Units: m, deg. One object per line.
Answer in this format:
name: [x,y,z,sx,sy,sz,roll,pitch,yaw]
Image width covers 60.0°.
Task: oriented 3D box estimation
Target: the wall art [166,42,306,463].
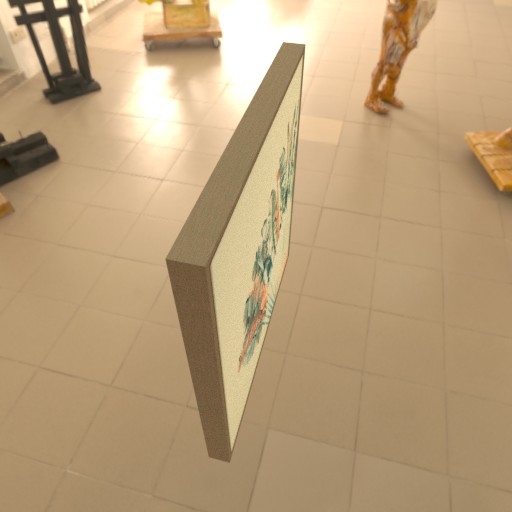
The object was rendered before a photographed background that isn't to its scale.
wall art: [0.000,0.000,0.750,0.038,0.506,0.508,11,48,10]
